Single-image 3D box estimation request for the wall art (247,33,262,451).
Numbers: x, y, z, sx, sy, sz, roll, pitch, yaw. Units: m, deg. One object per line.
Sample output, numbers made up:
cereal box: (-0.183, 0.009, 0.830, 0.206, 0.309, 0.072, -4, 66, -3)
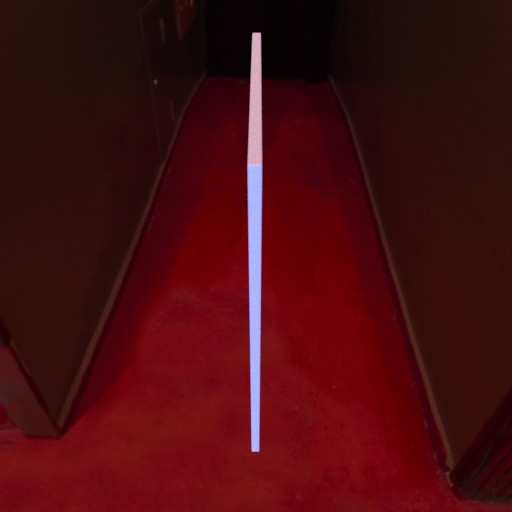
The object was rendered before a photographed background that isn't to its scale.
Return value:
wall art: (0.000, 0.000, 0.614, 0.011, 0.482, 0.329, 0, 42, 0)
